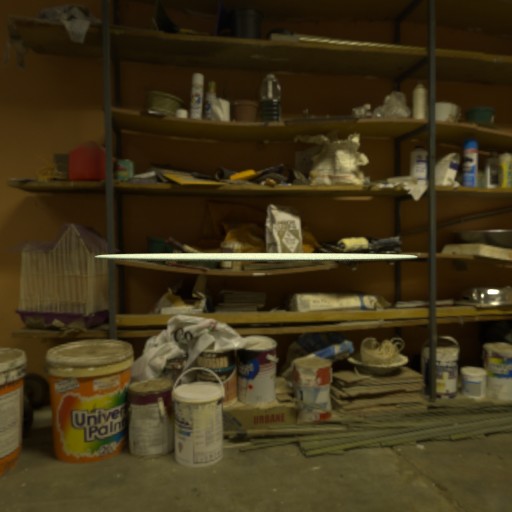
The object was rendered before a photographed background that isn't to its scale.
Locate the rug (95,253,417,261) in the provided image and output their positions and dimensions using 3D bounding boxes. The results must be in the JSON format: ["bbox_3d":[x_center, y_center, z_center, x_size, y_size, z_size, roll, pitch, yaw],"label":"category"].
[{"bbox_3d":[0.000,0.000,2.325,1.593,0.012,1.593,0,1,0],"label":"rug"}]
